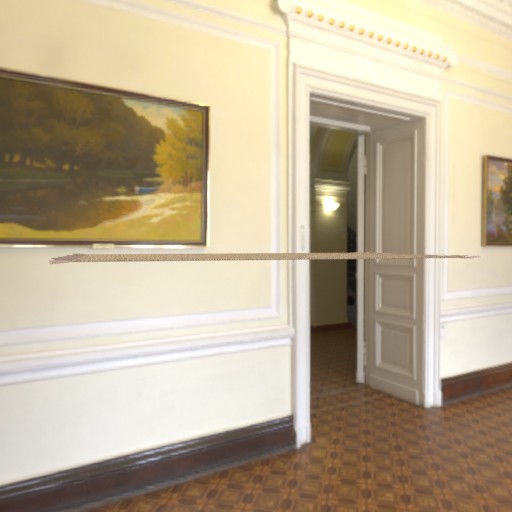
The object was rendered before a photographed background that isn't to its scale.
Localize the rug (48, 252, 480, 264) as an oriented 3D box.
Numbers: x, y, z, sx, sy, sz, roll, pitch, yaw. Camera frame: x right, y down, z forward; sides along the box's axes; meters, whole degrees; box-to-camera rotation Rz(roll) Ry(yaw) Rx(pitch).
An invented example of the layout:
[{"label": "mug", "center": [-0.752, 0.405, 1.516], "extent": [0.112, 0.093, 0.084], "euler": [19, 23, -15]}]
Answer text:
[{"label": "rug", "center": [0.000, 0.000, 3.136], "extent": [2.523, 0.034, 1.528], "euler": [0, 1, -18]}]
